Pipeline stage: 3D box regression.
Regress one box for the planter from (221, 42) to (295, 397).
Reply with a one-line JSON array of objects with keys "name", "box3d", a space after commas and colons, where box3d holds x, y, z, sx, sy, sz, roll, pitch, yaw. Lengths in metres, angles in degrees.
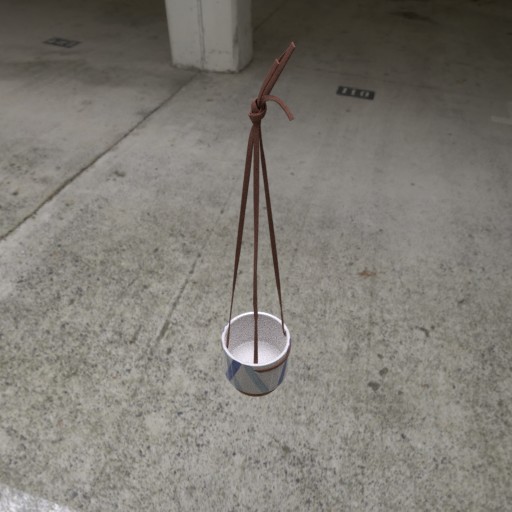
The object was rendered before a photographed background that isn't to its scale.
[{"name": "planter", "box3d": [0.000, 0.000, 0.823, 0.157, 0.753, 0.153, 11, 42, 13]}]
